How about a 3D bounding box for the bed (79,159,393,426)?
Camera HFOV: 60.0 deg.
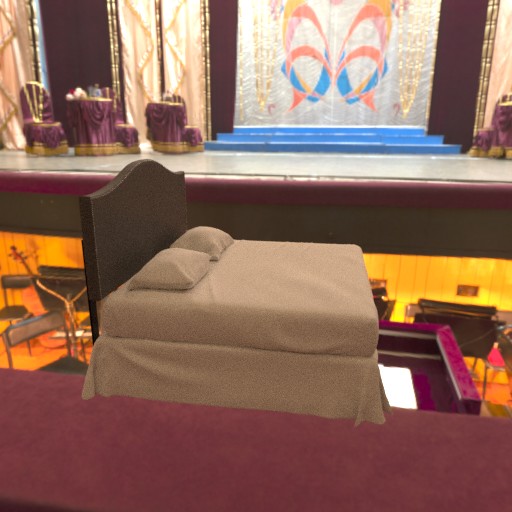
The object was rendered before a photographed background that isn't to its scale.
[{"bbox_3d":[0.000,0.000,3.912,2.219,1.651,2.314,3,16,9],"label":"bed"}]
